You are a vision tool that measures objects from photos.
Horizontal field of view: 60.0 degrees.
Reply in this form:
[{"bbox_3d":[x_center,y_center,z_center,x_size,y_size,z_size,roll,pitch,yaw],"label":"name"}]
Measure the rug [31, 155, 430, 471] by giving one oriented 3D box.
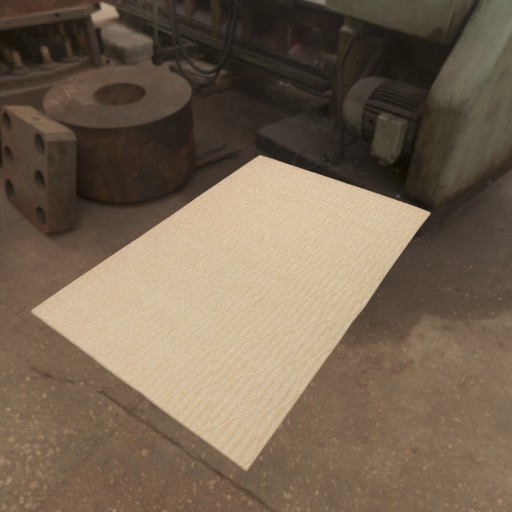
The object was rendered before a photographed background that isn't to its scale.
[{"bbox_3d":[0.000,0.000,2.325,1.238,0.014,1.848,25,46,26],"label":"rug"}]
